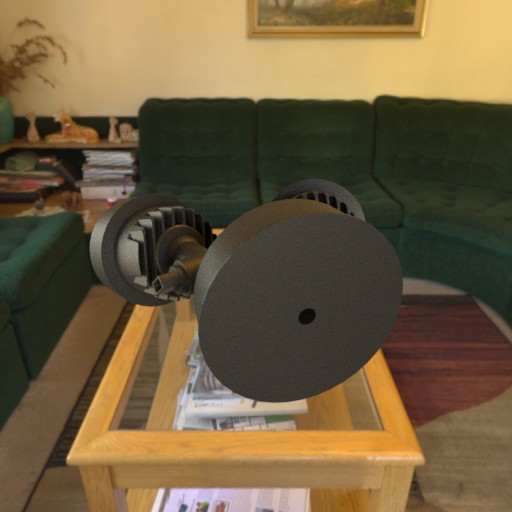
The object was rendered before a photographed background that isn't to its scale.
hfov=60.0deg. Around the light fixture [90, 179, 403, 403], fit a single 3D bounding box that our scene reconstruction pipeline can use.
[{"bbox_3d":[0.000,0.000,0.294,0.213,0.120,0.168,-8,27,-16],"label":"light fixture"}]
